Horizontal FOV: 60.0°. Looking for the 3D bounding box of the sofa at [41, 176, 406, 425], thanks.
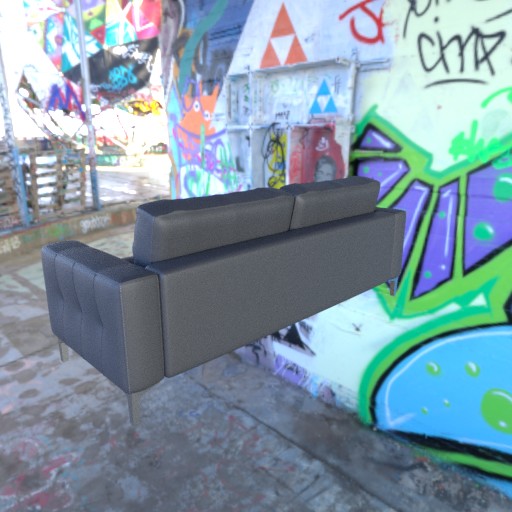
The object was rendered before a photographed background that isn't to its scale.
[{"bbox_3d":[0.000,0.000,2.745,2.275,0.893,0.833,-15,22,-42],"label":"sofa"}]
